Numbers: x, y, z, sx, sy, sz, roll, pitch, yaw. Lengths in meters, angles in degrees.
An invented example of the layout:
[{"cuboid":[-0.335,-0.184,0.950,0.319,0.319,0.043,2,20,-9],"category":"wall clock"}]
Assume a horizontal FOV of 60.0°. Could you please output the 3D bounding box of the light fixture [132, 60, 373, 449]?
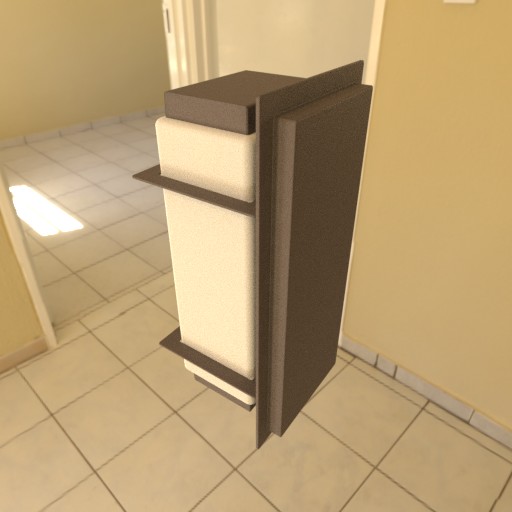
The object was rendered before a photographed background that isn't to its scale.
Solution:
[{"cuboid":[0.000,0.000,0.435,0.146,0.347,0.153,21,38,29],"category":"light fixture"}]
